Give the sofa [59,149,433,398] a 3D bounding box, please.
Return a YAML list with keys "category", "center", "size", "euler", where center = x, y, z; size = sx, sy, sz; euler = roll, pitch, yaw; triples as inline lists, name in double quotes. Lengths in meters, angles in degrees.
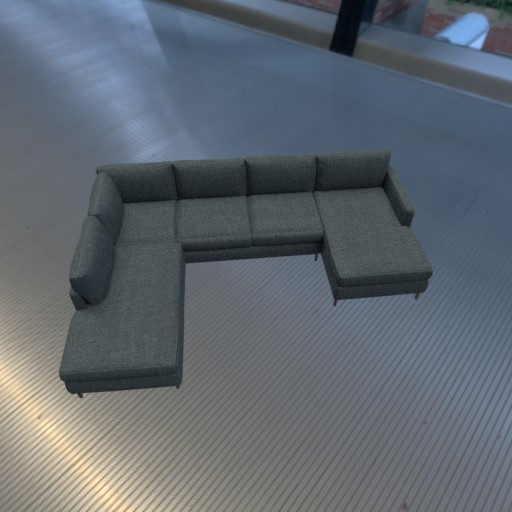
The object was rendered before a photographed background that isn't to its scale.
- category: "sofa"
  center: [0.000, 0.000, 3.542]
  size: [2.737, 0.753, 1.879]
  euler: [-4, 47, -4]
